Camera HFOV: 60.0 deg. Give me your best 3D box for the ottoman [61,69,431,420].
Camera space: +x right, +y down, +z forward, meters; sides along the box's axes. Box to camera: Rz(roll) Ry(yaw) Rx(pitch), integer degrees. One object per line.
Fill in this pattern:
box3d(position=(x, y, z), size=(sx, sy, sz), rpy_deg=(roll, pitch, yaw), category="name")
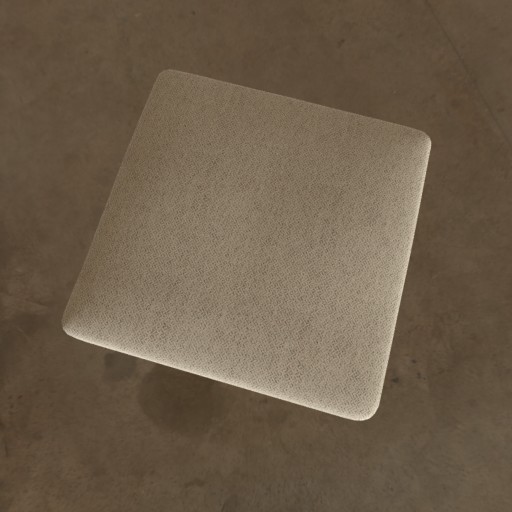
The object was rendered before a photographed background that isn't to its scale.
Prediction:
box3d(position=(0.000, 0.000, 0.920), size=(0.521, 0.453, 0.512), rpy_deg=(15, 76, 4), category="ottoman")
